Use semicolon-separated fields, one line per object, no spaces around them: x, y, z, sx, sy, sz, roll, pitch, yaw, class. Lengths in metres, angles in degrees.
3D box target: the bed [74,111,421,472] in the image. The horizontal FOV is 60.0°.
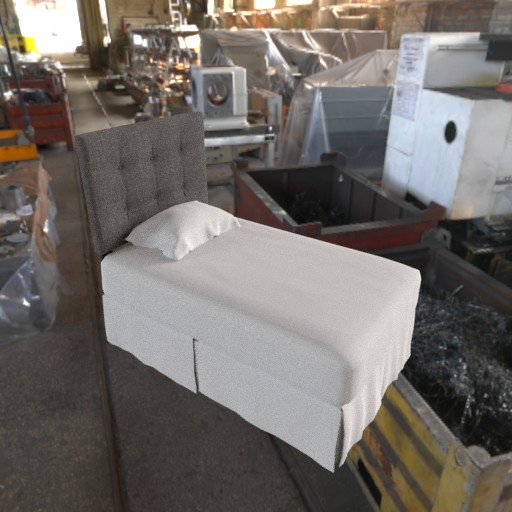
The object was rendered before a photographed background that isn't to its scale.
0.000;0.000;2.996;1.997;1.571;1.261;18;32;31;bed
